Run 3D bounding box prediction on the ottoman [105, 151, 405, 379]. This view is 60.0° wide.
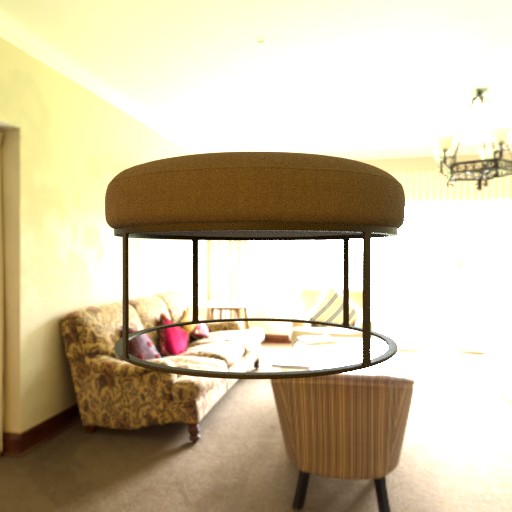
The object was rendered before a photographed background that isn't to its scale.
[{"bbox_3d":[0.000,0.000,1.198,0.772,0.460,0.772,0,0,0],"label":"ottoman"}]
